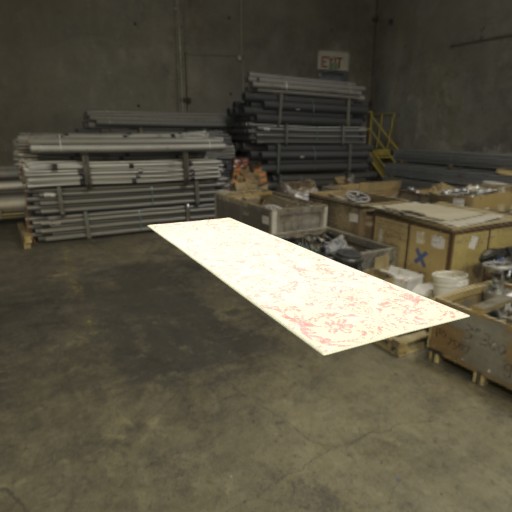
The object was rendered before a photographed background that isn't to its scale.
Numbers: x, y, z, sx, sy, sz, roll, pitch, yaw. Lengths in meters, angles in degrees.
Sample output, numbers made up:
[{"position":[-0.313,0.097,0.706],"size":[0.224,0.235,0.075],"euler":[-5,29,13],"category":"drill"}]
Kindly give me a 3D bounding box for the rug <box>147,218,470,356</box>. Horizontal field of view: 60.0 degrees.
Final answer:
[{"position":[0.000,0.000,2.439],"size":[0.662,0.011,2.196],"euler":[-8,17,-26],"category":"rug"}]
